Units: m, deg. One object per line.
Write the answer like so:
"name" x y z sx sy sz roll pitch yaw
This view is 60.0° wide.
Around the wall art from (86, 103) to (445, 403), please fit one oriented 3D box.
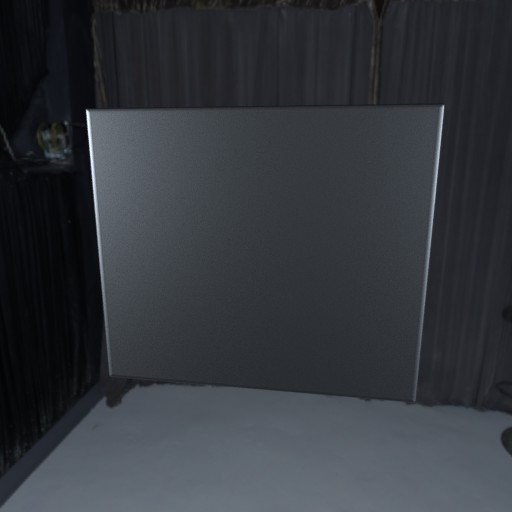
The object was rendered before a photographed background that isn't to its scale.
"wall art" 0.000 0.000 0.517 0.380 0.330 0.028 2 14 9
